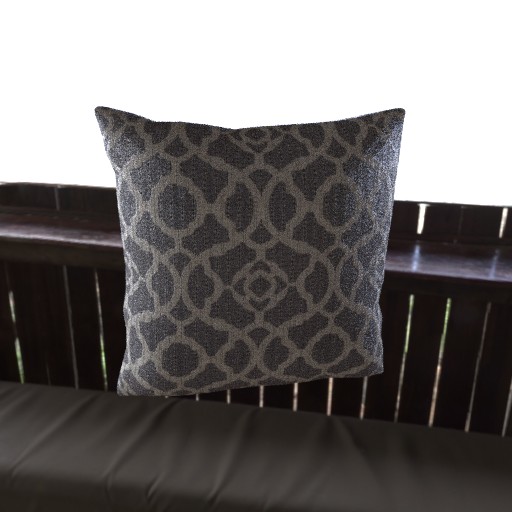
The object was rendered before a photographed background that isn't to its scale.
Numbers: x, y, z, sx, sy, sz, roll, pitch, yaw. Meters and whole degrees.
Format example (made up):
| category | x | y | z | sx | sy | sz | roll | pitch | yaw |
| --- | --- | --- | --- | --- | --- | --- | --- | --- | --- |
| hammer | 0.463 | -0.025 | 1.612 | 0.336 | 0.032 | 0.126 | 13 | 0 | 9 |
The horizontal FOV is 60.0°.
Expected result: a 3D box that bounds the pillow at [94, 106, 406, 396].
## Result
| category | x | y | z | sx | sy | sz | roll | pitch | yaw |
| --- | --- | --- | --- | --- | --- | --- | --- | --- | --- |
| pillow | 0.000 | 0.000 | 0.775 | 0.508 | 0.498 | 0.215 | -3 | 16 | -9 |
